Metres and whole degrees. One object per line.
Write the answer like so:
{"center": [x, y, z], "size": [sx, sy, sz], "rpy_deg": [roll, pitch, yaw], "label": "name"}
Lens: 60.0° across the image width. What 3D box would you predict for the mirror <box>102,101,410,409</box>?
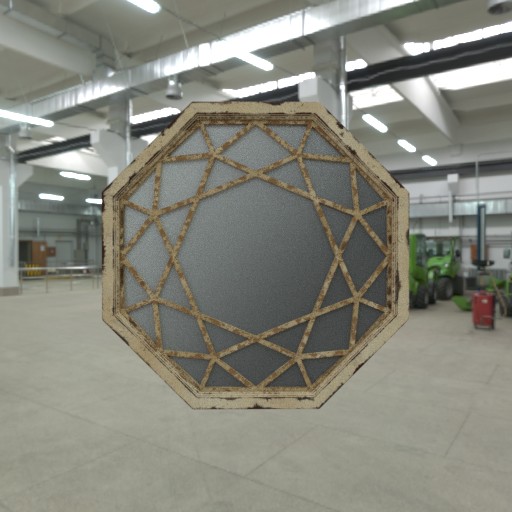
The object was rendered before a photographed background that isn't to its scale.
{"center": [0.000, 0.000, 0.948], "size": [0.648, 0.648, 0.031], "rpy_deg": [0, 1, -1], "label": "mirror"}
